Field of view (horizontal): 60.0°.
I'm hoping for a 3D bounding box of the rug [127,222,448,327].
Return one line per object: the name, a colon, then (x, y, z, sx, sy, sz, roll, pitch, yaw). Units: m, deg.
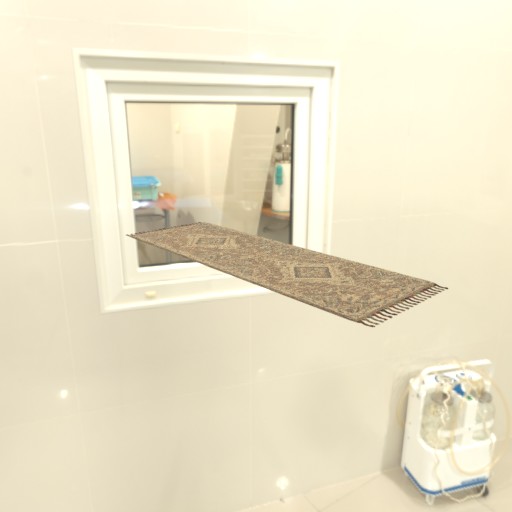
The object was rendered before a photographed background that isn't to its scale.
rug: (0.000, 0.000, 2.949, 1.324, 0.018, 2.378, -8, 18, -25)
